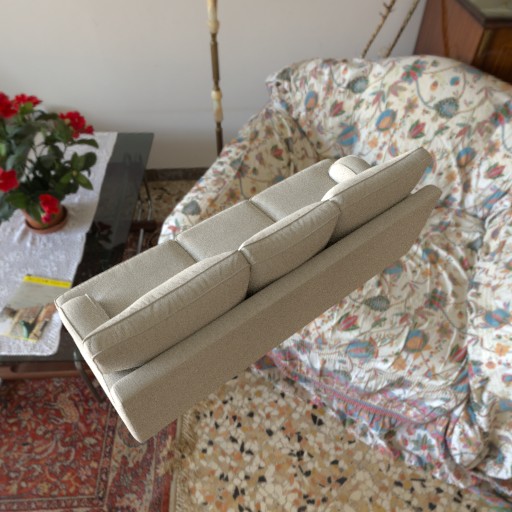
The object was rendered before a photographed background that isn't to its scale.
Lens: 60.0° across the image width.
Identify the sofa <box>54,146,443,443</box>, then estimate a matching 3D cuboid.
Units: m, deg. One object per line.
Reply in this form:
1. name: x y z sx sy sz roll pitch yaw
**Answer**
1. sofa: 0.000 0.000 2.827 2.323 0.991 1.016 -30 54 -25
